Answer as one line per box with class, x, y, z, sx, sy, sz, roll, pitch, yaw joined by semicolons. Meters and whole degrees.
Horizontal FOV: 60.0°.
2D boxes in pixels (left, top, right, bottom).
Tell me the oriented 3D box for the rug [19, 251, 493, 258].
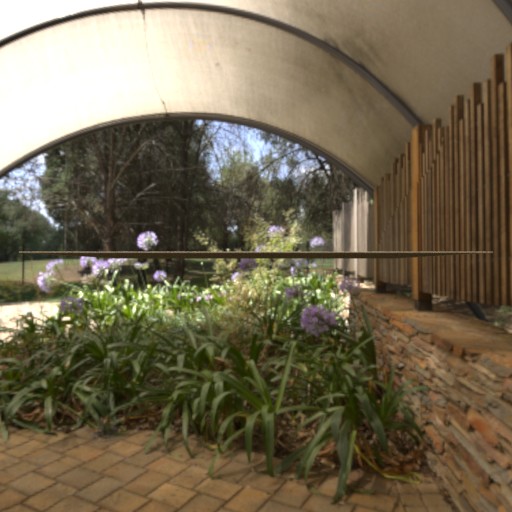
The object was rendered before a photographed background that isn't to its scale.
rug;0.000;0.000;2.890;2.289;0.006;1.523;0;-1;0
